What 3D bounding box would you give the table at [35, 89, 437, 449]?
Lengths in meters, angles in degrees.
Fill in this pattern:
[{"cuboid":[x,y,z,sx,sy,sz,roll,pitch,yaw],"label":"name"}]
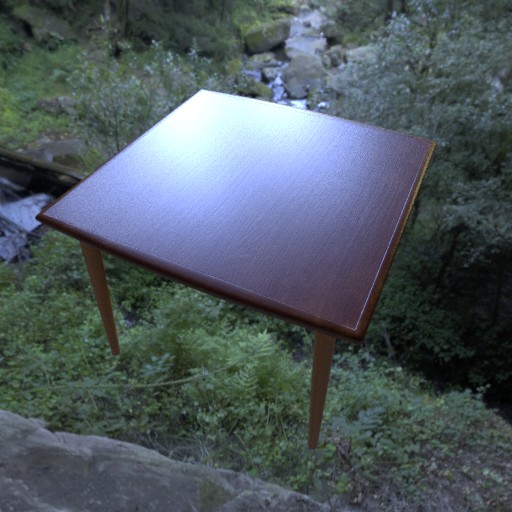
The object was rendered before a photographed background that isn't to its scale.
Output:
[{"cuboid":[0.000,0.000,1.707,0.991,0.754,0.991,19,48,18],"label":"table"}]
